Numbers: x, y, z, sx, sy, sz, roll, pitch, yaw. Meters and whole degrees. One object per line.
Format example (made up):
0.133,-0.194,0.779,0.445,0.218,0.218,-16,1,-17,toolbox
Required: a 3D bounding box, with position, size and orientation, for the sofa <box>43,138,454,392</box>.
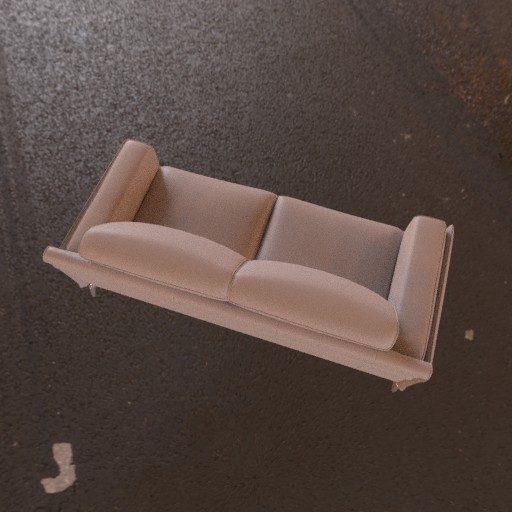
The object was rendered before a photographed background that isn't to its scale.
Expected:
0.000,0.000,2.581,2.101,0.930,1.049,16,64,8,sofa
